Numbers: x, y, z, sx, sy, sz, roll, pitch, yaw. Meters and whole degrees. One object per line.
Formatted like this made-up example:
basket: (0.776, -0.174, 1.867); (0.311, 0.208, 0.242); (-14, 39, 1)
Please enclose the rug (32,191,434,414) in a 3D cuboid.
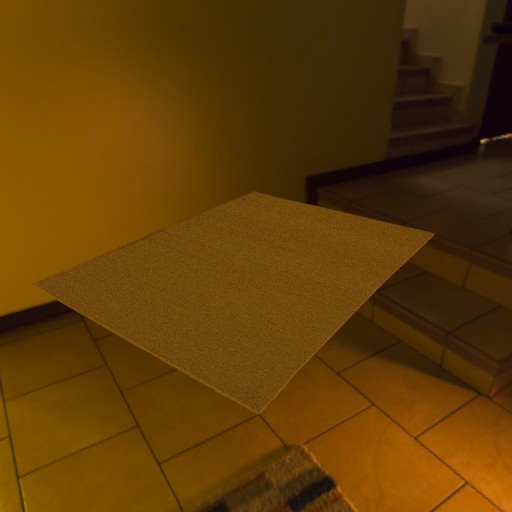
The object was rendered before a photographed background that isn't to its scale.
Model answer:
rug: (0.000, 0.000, 4.298); (2.434, 0.045, 3.202); (19, 32, 33)
